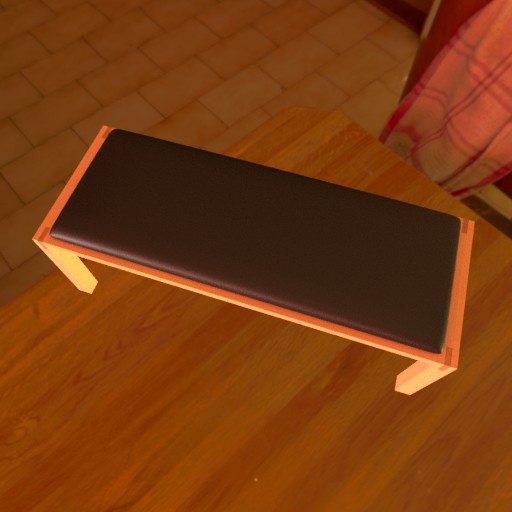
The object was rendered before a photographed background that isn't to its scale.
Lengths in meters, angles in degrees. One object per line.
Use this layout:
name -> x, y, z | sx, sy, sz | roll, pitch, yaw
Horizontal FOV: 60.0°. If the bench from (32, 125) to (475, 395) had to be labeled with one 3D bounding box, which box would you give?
bench -> 0.000, 0.000, 1.429 | 1.202, 0.430, 0.450 | 16, 64, 8
